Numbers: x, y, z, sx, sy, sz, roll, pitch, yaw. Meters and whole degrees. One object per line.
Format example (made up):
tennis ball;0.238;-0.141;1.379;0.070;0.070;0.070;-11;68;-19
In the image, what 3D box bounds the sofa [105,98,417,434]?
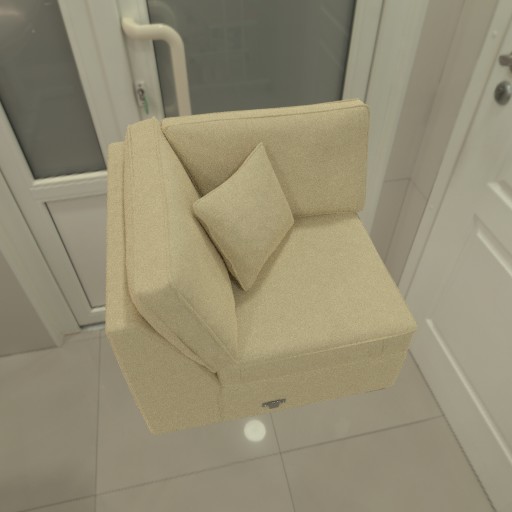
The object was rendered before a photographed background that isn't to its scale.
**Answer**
sofa;0.000;0.000;1.959;1.146;1.002;1.084;-9;47;-9
